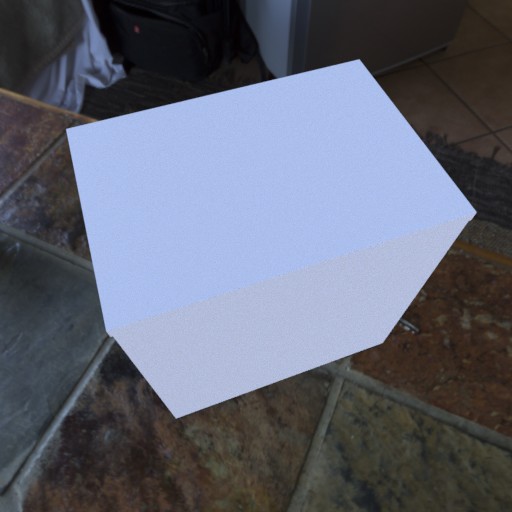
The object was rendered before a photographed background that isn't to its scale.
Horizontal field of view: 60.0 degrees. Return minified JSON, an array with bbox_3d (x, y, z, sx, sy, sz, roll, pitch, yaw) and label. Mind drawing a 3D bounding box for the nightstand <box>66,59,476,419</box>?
[{"bbox_3d":[0.000,0.000,0.765,0.441,0.460,0.325,-17,60,-10],"label":"nightstand"}]
